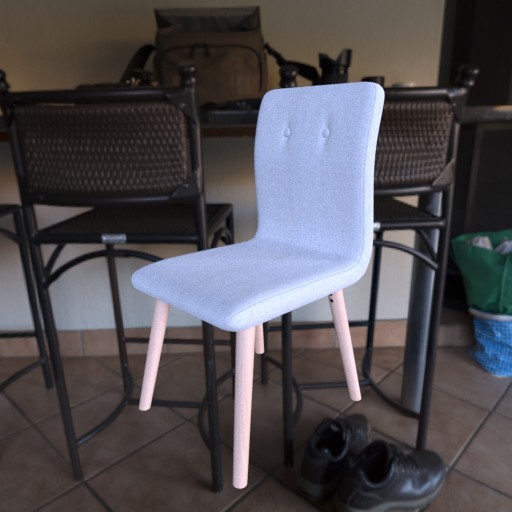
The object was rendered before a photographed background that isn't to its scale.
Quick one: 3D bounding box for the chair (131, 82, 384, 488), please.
[{"bbox_3d":[0.000,0.000,1.189,0.550,0.885,0.435,-15,22,-43],"label":"chair"}]
